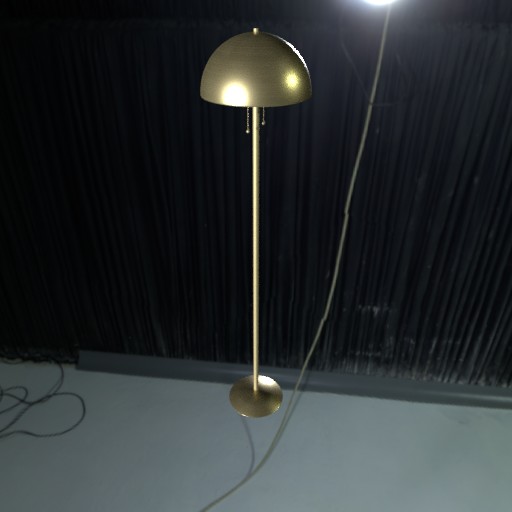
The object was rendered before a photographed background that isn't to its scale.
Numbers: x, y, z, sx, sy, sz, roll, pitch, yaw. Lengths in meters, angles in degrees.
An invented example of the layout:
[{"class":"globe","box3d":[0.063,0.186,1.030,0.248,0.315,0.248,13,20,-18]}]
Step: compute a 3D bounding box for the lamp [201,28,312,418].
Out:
[{"class":"lamp","box3d":[0.000,0.000,1.615,0.328,1.480,0.328,1,32,1]}]
